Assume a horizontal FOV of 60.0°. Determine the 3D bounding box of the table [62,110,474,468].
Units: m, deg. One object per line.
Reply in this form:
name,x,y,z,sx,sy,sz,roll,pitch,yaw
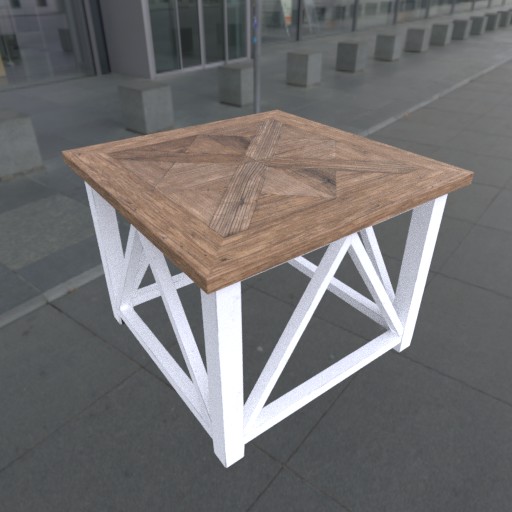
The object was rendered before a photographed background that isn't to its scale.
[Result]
table,0.000,0.000,1.195,0.700,0.532,0.700,-22,38,-30
